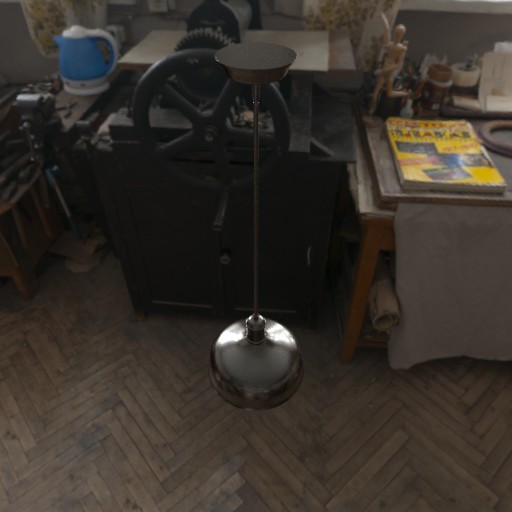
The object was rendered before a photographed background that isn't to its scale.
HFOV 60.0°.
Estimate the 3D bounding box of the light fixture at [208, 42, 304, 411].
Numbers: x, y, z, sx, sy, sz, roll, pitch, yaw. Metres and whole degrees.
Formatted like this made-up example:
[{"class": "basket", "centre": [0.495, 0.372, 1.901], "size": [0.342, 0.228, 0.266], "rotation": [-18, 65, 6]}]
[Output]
[{"class": "light fixture", "centre": [0.000, 0.000, 1.080], "size": [0.299, 0.935, 0.299], "rotation": [-25, 48, -25]}]
